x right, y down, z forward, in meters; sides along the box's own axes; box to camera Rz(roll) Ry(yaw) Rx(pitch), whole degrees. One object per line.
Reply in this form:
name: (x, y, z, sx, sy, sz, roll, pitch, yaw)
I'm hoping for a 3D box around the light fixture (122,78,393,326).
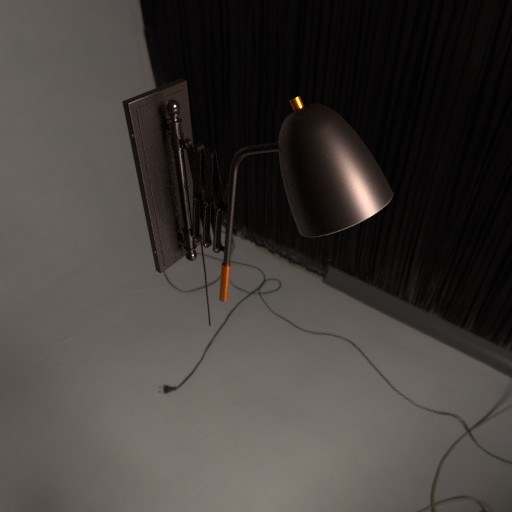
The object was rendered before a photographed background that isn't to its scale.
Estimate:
light fixture: (0.000, 0.000, 0.936, 0.499, 0.715, 0.162, 26, 47, 27)
